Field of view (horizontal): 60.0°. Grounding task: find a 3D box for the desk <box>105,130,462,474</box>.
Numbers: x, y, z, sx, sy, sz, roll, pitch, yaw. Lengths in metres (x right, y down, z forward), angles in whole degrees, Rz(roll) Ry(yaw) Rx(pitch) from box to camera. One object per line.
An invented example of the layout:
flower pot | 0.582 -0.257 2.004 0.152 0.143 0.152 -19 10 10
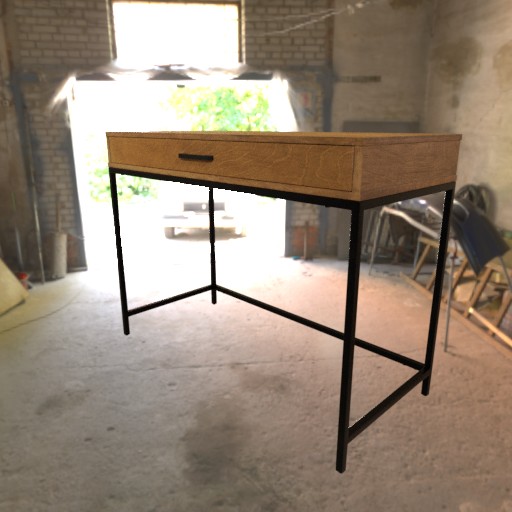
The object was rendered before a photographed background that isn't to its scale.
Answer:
desk | 0.000 0.000 1.421 0.470 0.762 1.016 -16 23 -42
